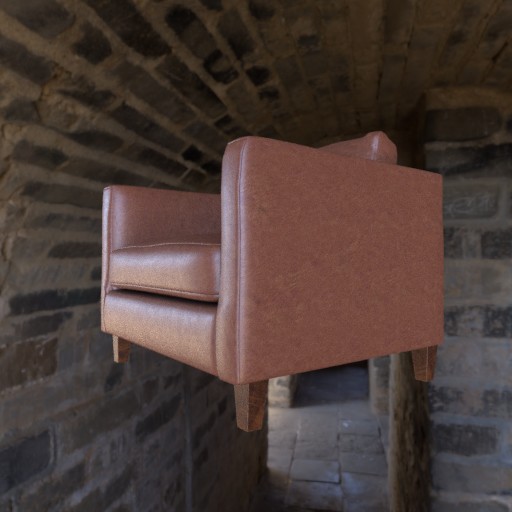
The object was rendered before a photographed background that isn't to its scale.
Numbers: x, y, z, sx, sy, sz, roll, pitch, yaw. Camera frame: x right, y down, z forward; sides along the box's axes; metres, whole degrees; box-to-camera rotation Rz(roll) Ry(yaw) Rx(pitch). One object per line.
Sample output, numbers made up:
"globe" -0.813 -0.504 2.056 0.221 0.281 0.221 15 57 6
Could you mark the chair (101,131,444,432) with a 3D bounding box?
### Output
"chair" 0.000 0.000 1.783 0.959 0.917 1.107 0 -1 -37
